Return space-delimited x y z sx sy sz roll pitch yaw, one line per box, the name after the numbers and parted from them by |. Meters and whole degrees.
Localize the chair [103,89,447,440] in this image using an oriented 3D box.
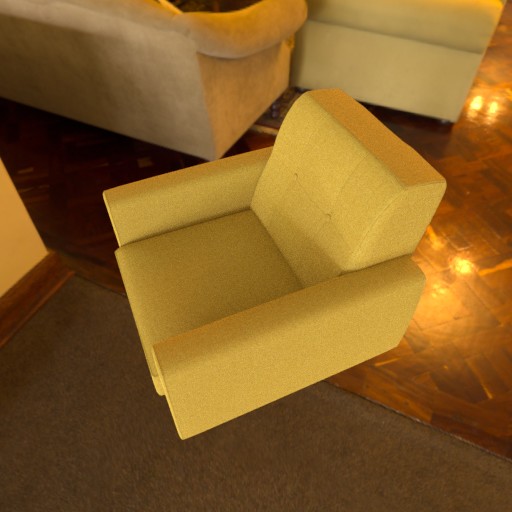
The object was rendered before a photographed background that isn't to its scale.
0.000 0.000 1.557 0.909 0.841 0.831 -18 50 -16 | chair
